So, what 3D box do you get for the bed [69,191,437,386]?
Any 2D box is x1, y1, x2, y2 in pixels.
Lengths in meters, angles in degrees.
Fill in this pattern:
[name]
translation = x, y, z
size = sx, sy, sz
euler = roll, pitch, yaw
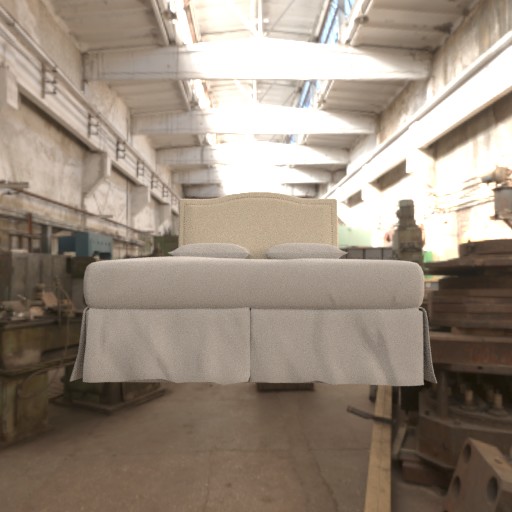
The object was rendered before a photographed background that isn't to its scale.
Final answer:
[bed]
translation = 0.000, 0.000, 3.579
size = 1.977, 1.437, 2.477
euler = 0, -1, 1
